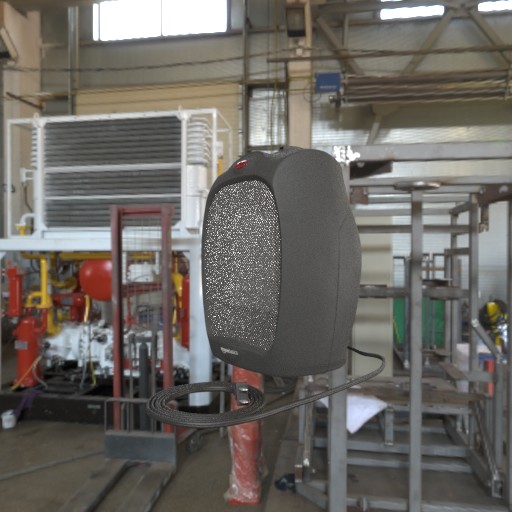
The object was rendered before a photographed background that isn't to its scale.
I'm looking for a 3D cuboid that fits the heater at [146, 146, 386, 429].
[{"bbox_3d":[0.000,0.000,0.465,0.291,0.240,0.239,0,0,-36],"label":"heater"}]
